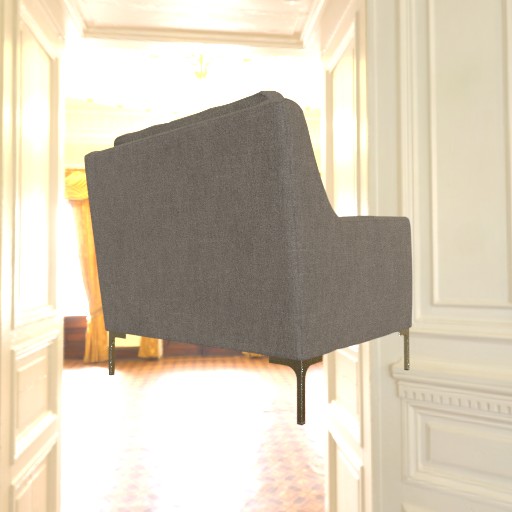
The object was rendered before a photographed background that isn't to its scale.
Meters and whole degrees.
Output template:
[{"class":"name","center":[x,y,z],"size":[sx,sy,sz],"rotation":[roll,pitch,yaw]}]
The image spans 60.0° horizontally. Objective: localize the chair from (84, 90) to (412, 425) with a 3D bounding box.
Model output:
[{"class":"chair","center":[0.000,0.000,1.559],"size":[0.847,0.828,0.849],"rotation":[-1,-2,38]}]
